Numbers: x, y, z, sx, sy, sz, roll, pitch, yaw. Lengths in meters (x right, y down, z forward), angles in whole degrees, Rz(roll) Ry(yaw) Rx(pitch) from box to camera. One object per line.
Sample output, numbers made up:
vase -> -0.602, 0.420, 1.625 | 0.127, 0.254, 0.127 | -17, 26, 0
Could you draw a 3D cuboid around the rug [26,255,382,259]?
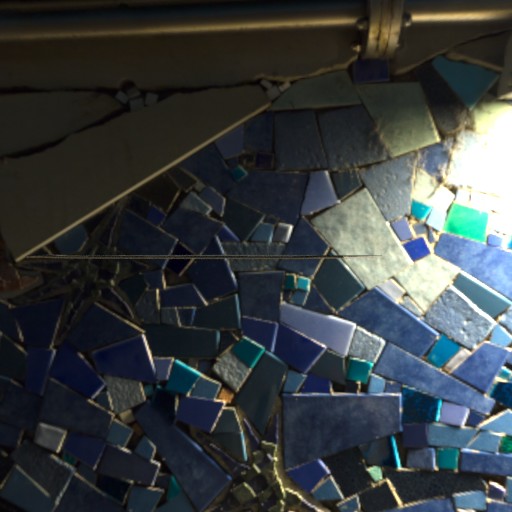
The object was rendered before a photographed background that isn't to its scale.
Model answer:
rug -> 0.000, 0.000, 2.125 | 1.072, 0.013, 1.698 | 0, 0, 19
